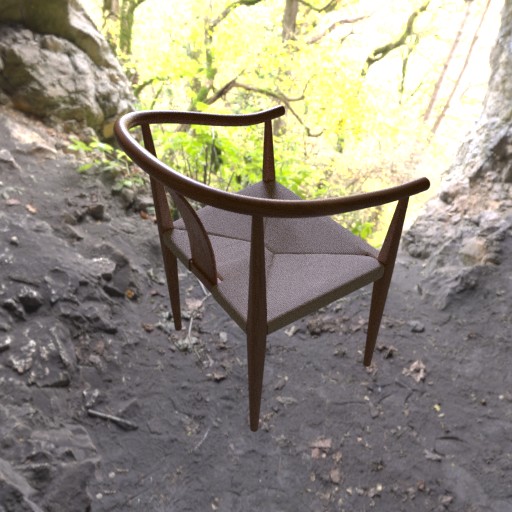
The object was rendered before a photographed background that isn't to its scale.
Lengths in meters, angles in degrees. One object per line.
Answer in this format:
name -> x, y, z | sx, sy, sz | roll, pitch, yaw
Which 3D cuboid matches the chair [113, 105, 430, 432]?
chair -> 0.000, 0.000, 1.207 | 0.579, 0.800, 0.556 | -25, 46, -26
